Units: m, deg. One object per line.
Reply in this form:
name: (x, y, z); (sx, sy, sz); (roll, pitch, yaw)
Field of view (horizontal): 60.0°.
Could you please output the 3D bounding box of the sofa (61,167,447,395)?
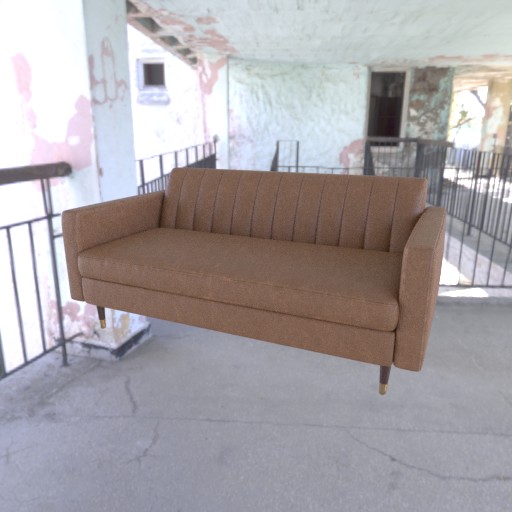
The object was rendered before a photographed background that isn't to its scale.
sofa: (0.000, 0.000, 2.390); (1.847, 0.821, 0.993); (7, 18, 24)
